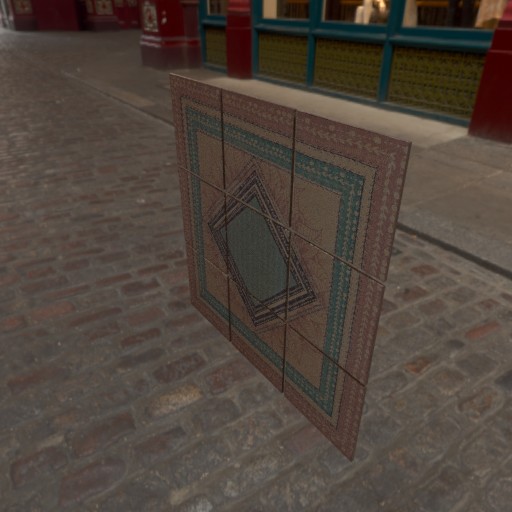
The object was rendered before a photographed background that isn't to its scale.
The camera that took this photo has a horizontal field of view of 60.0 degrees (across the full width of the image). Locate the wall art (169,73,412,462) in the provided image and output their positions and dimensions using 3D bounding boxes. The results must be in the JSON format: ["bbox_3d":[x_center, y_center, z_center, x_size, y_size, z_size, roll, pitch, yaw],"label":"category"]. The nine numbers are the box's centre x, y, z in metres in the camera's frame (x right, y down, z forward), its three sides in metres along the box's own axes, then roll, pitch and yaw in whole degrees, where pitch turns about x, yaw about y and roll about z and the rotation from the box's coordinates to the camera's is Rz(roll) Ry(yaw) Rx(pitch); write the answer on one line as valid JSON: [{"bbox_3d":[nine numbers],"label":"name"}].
[{"bbox_3d":[0.000,0.000,2.222,0.014,1.525,1.527,-21,37,-31],"label":"wall art"}]
